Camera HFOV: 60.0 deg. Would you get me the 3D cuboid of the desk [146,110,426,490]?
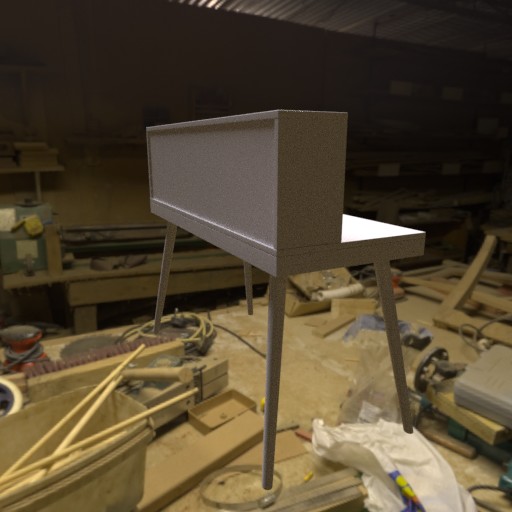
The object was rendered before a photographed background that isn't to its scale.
[{"bbox_3d":[0.000,0.000,1.725,0.559,0.990,1.199,-7,16,-26],"label":"desk"}]
